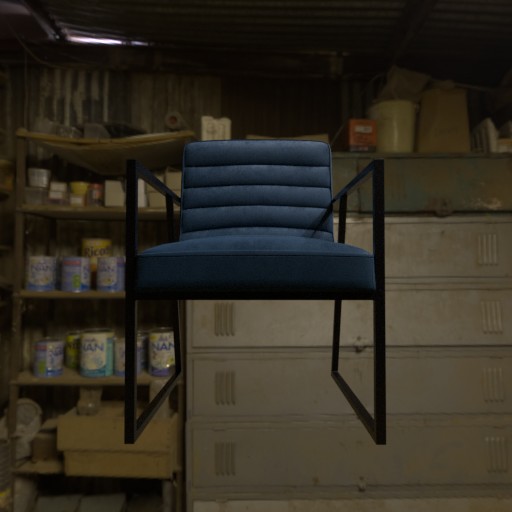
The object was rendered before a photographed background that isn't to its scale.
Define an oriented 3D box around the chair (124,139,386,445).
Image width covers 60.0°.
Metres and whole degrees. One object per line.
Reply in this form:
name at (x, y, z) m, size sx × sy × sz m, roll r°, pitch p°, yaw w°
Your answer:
chair at (0.000, 0.000, 1.275) m, size 0.571 × 0.833 × 0.677 m, roll 0°, pitch -1°, yaw 1°
